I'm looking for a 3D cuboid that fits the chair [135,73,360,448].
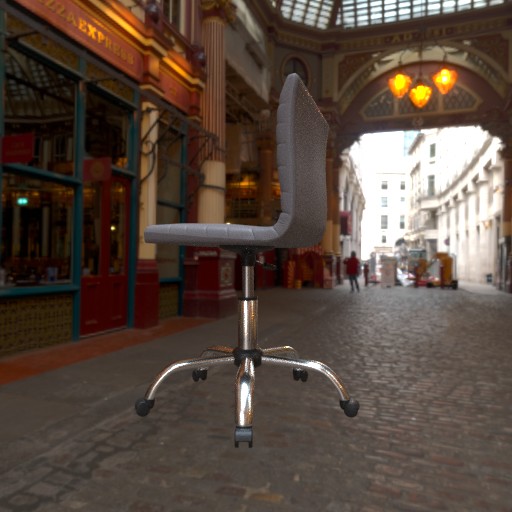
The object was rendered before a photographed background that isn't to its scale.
[{"bbox_3d":[0.000,0.000,1.165,0.530,0.780,0.556,0,0,19],"label":"chair"}]
